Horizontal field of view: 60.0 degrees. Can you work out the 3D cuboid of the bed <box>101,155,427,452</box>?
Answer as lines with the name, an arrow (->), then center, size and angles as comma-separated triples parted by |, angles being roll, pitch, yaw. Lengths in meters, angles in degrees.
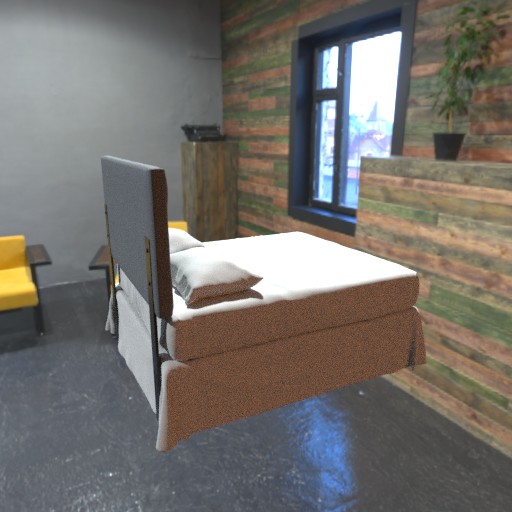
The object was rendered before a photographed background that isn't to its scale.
bed -> 0.000, 0.000, 3.602 | 2.222, 1.577, 1.936 | -8, 17, -26
